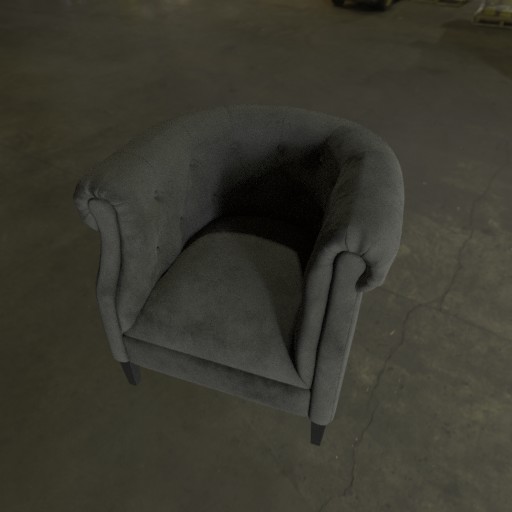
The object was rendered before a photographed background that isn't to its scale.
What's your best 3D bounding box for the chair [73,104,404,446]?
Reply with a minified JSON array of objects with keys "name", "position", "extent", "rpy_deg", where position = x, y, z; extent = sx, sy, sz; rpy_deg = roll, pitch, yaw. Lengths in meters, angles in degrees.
[{"name":"chair","position":[0.000,0.000,1.572],"extent":[0.904,0.826,0.851],"rpy_deg":[13,41,15]}]
